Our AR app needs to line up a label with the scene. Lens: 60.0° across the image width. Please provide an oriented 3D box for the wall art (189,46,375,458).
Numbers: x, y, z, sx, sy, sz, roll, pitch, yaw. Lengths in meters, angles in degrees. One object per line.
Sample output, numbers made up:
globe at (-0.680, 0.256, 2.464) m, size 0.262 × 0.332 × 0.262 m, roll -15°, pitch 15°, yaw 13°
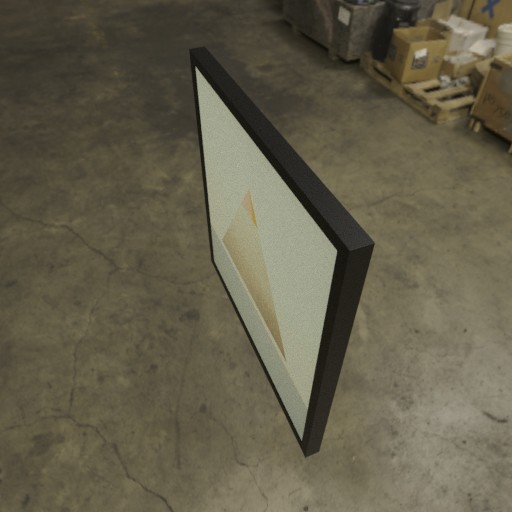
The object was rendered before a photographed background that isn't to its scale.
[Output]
wall art at (0.000, 0.000, 1.136) m, size 0.042 × 0.766 × 0.769 m, roll -17°, pitch 48°, yaw -16°
